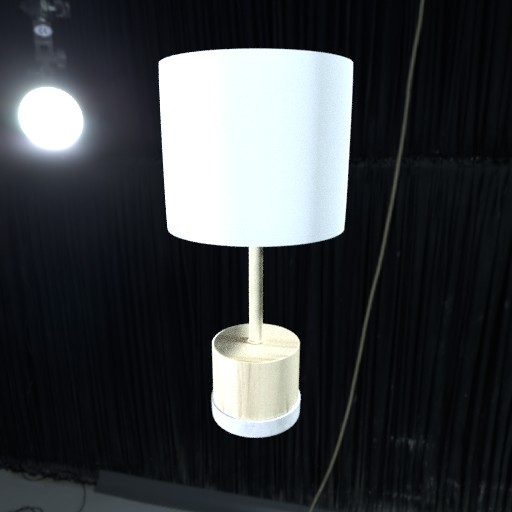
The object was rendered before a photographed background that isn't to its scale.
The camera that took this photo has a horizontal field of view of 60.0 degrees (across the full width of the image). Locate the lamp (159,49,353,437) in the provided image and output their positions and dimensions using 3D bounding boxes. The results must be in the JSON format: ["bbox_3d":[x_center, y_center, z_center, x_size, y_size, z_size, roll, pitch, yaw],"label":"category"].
[{"bbox_3d":[0.000,0.000,0.591,0.229,0.470,0.229,3,16,10],"label":"lamp"}]
